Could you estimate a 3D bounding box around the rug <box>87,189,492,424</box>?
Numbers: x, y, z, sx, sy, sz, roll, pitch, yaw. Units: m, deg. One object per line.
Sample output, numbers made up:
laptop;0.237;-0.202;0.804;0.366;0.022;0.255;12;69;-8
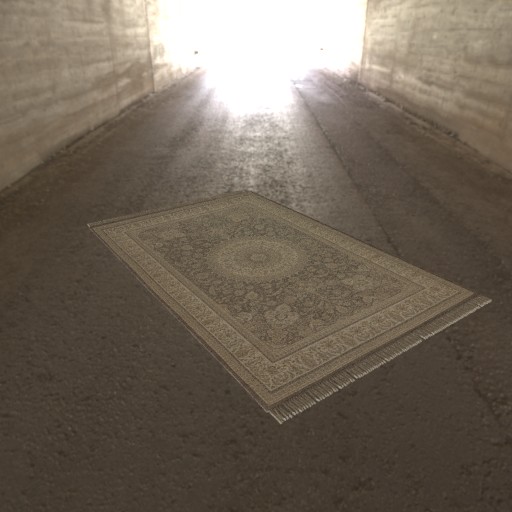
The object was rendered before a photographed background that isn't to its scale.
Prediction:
rug;0.000;0.000;2.969;1.528;0.010;2.440;-18;32;-31
